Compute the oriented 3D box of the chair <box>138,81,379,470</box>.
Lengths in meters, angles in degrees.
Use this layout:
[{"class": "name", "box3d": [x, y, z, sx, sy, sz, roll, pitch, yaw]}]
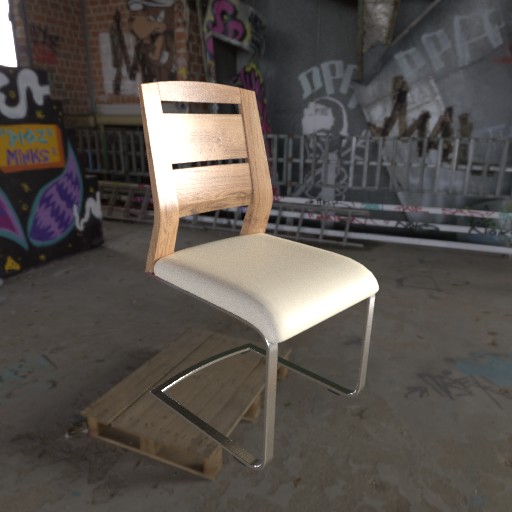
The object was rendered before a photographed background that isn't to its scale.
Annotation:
[{"class": "chair", "box3d": [0.000, 0.000, 1.266, 0.561, 0.955, 0.457, 16, 23, 42]}]
